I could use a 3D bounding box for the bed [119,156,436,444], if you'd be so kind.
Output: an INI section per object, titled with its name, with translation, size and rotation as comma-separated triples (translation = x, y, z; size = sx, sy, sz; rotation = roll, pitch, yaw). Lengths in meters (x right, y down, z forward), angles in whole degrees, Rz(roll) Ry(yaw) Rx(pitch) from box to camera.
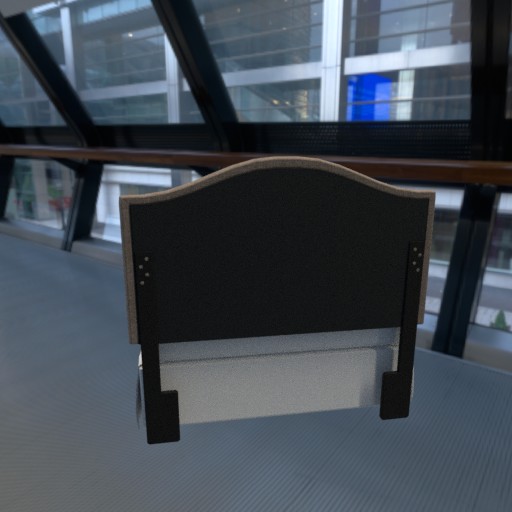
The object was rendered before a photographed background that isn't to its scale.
[bed]
translation = 0.000, 0.000, 3.368
size = 1.713, 1.518, 2.153
rotation = -2, 14, -9
